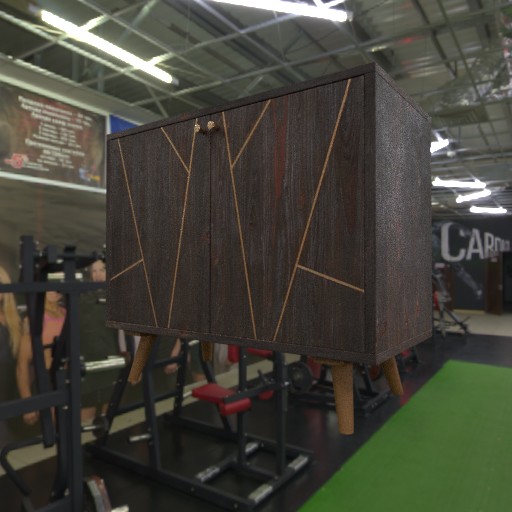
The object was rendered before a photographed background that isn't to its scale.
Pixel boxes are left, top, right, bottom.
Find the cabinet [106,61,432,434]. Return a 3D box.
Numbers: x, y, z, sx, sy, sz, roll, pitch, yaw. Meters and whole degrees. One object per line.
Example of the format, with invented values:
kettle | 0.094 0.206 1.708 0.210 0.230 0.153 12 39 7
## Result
cabinet | 0.000 0.000 1.517 1.023 0.897 0.529 -1 -1 36
